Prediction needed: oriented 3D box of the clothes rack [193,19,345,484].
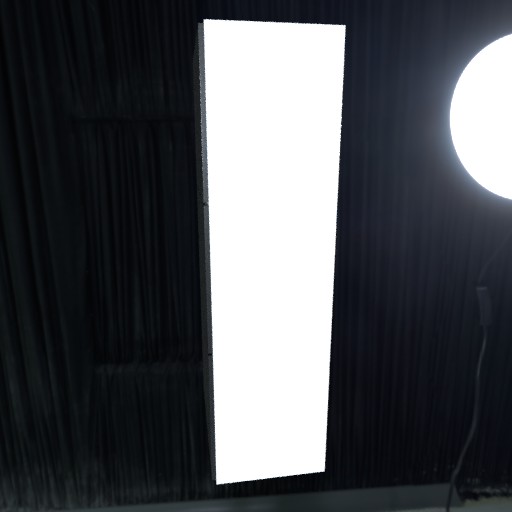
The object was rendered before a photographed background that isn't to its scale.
[{"bbox_3d":[0.000,0.000,1.359,0.330,1.187,0.500,-2,15,-9],"label":"clothes rack"}]
